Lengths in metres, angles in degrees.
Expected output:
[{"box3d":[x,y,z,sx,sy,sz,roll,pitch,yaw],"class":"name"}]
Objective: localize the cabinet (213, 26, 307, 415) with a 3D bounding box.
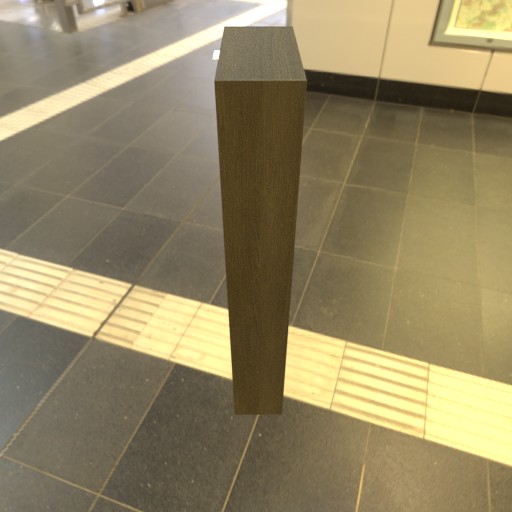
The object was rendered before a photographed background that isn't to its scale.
[{"box3d":[0.000,0.000,1.855,0.255,1.630,0.520,0,41,0],"class":"cabinet"}]
